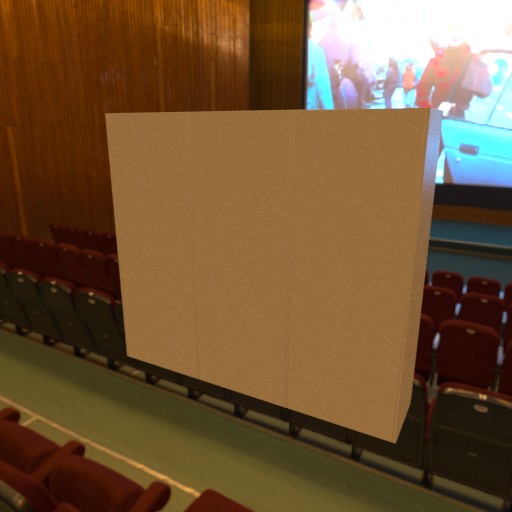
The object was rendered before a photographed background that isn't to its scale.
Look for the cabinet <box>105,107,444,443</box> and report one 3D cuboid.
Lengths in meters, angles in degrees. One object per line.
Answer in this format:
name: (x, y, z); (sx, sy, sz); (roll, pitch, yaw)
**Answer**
cabinet: (0.000, 0.000, 3.838); (2.700, 2.370, 0.590); (9, 18, 28)
